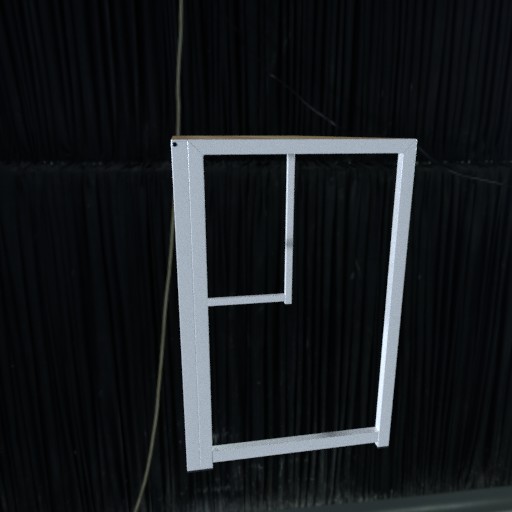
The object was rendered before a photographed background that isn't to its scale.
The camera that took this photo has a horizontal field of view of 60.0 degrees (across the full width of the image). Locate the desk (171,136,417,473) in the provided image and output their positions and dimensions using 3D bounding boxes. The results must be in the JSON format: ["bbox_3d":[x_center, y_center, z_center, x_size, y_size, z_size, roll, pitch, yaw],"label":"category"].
[{"bbox_3d":[0.000,0.000,1.467,0.508,0.762,1.016,-3,16,-10],"label":"desk"}]
